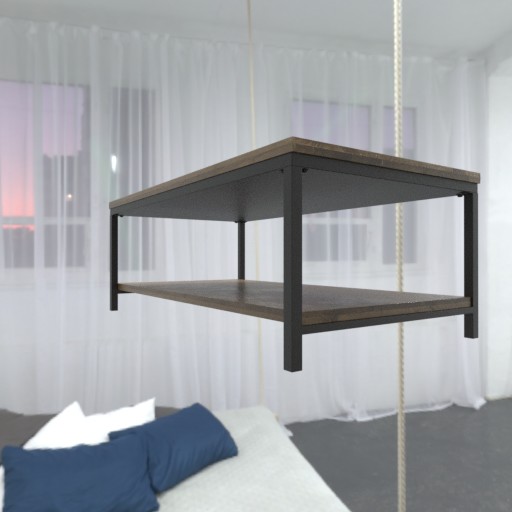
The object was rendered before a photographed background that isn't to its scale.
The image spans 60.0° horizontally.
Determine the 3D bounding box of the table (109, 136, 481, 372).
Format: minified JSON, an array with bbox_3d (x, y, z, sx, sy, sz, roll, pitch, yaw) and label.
[{"bbox_3d":[0.000,0.000,1.335,0.574,0.393,1.062,0,0,-34],"label":"table"}]
